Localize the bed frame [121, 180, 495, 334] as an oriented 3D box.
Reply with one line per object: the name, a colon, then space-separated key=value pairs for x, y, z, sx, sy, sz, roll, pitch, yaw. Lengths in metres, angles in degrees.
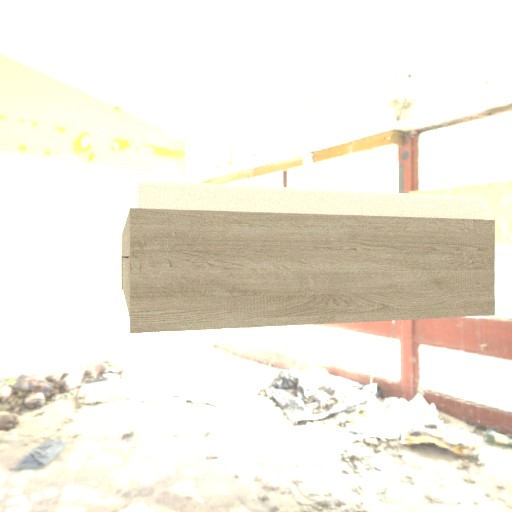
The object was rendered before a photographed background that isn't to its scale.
bed frame: x=0.000 y=0.000 z=2.532 sx=1.448 sy=0.490 sz=1.944 roll=0 pitch=0 yaw=-18
